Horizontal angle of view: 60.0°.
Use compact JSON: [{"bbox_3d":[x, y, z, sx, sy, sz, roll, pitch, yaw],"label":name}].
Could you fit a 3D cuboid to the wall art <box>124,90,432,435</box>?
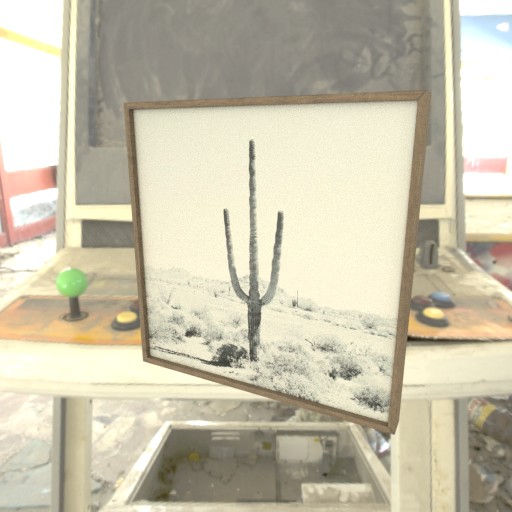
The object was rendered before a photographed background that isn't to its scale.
[{"bbox_3d":[0.000,0.000,0.755,0.508,0.508,0.038,8,17,26],"label":"wall art"}]
